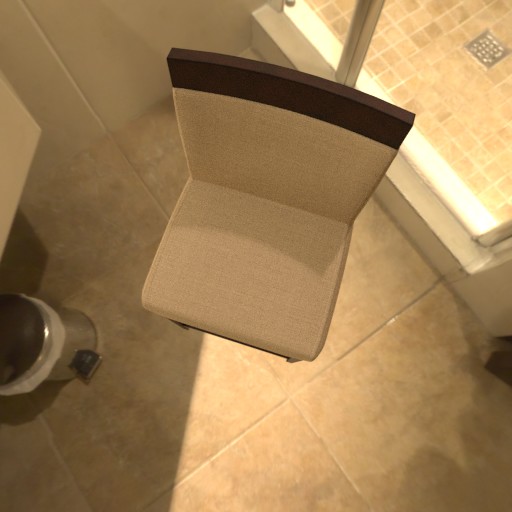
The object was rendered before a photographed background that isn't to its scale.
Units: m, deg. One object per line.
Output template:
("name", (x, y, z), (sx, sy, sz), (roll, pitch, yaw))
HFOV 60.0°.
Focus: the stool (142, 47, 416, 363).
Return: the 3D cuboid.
("stool", (0.000, 0.000, 1.364), (0.511, 1.117, 0.531), (17, 77, 4))
